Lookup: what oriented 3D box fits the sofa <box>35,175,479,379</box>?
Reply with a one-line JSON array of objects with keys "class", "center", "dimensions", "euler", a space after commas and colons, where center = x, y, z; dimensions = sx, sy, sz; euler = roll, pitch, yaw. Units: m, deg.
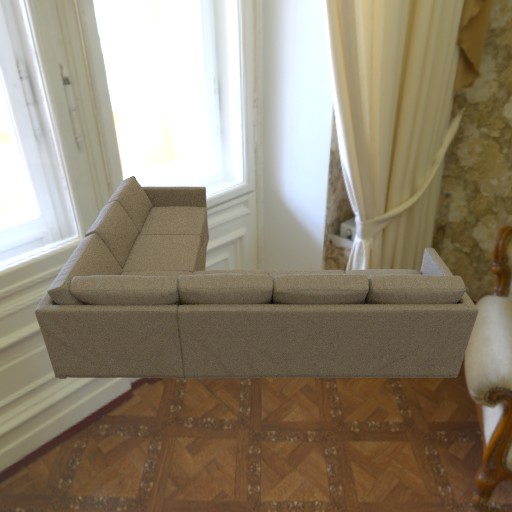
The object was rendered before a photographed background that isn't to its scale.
[{"class": "sofa", "center": [0.000, 0.000, 4.310], "dimensions": [3.182, 0.871, 2.432], "euler": [0, 30, 0]}]
